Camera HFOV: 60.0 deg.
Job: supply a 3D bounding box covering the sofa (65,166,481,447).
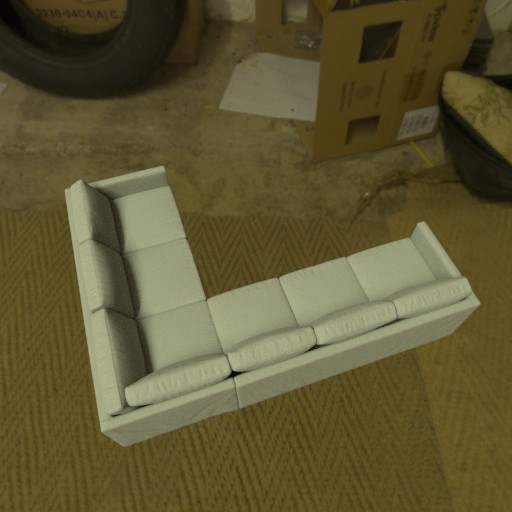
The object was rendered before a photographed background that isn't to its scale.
[{"bbox_3d":[0.000,0.000,4.254,3.182,0.871,2.432,-16,59,-10],"label":"sofa"}]
